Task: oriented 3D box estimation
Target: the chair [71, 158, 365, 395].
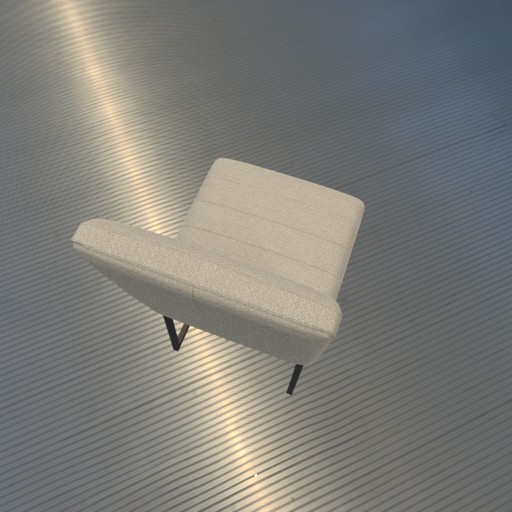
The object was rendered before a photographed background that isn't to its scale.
[{"bbox_3d":[0.000,0.000,1.296,0.520,0.930,0.634,19,65,9],"label":"chair"}]
